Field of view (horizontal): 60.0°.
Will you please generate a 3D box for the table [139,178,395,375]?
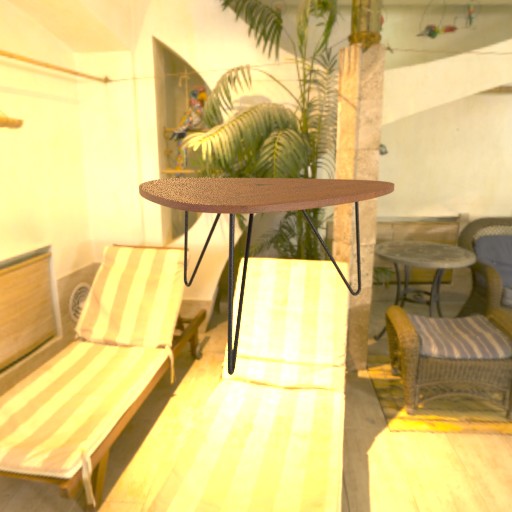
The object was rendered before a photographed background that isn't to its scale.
[{"bbox_3d":[0.000,0.000,1.339,0.833,0.413,0.821,2,14,9],"label":"table"}]
